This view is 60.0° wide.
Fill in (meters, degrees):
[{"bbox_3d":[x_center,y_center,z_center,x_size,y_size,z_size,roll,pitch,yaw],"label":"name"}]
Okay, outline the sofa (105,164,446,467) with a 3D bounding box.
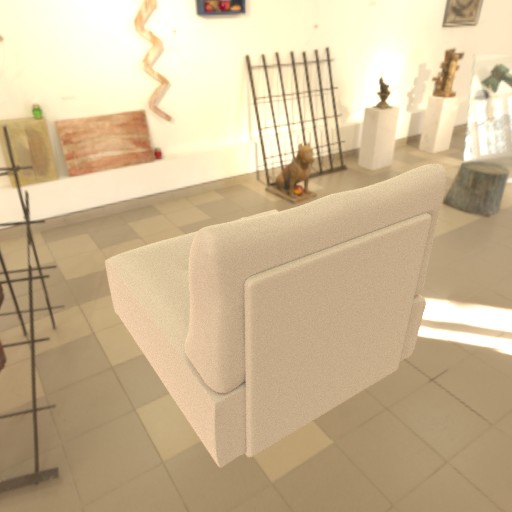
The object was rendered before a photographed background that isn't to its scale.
[{"bbox_3d":[0.000,0.000,1.747,0.935,0.828,1.000,-19,35,-29],"label":"sofa"}]
